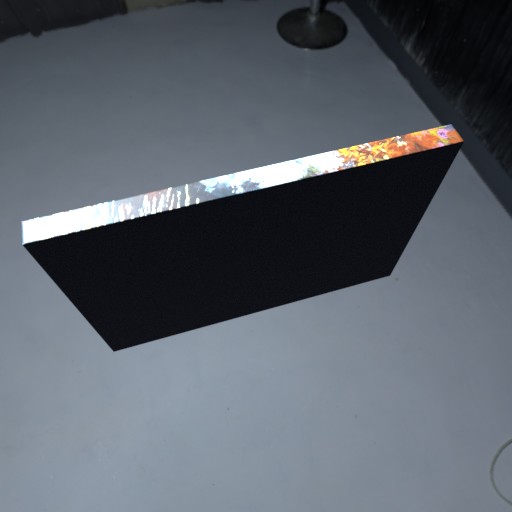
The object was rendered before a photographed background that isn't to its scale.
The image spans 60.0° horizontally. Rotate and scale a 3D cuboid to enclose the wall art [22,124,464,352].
[{"bbox_3d":[0.000,0.000,0.773,0.610,0.406,0.037,-14,60,-8],"label":"wall art"}]
